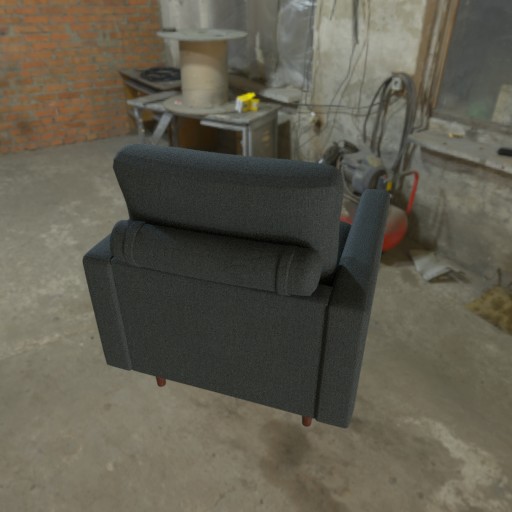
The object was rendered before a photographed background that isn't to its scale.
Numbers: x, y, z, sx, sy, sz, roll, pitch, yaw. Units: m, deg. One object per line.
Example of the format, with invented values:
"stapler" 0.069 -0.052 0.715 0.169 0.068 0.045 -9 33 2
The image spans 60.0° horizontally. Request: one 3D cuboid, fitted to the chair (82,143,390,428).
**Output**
"chair" 0.000 0.000 1.536 0.821 0.880 0.843 10 33 16
